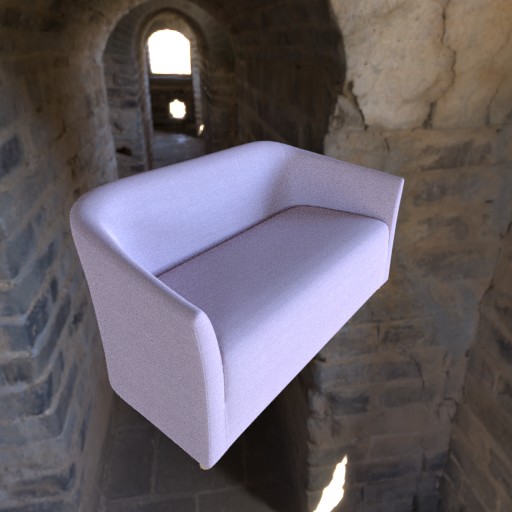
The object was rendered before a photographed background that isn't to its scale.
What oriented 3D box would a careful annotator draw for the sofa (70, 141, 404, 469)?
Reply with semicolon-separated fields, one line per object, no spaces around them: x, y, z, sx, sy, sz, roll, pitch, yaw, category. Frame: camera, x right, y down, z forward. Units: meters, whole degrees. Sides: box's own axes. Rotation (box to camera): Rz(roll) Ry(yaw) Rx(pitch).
0.000;0.000;1.835;0.705;0.721;1.452;17;31;32;sofa
